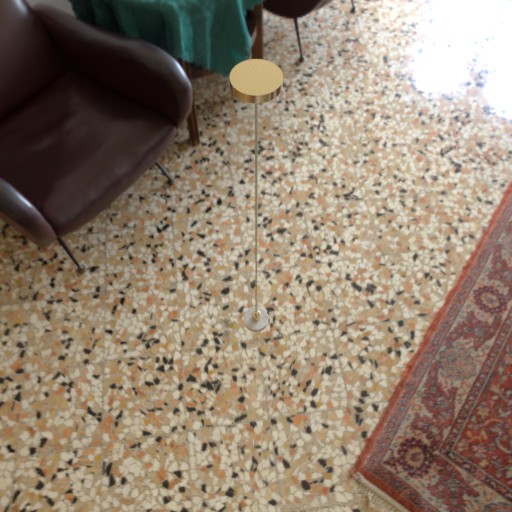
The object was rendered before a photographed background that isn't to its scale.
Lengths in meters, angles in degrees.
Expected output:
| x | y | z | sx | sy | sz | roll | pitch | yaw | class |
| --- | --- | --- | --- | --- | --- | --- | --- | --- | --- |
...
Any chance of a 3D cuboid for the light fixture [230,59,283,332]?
| x | y | z | sx | sy | sz | roll | pitch | yaw | class |
| --- | --- | --- | --- | --- | --- | --- | --- | --- | --- |
| 0.000 | 0.000 | 1.726 | 0.129 | 1.669 | 0.129 | 1 | 61 | 0 | light fixture |
